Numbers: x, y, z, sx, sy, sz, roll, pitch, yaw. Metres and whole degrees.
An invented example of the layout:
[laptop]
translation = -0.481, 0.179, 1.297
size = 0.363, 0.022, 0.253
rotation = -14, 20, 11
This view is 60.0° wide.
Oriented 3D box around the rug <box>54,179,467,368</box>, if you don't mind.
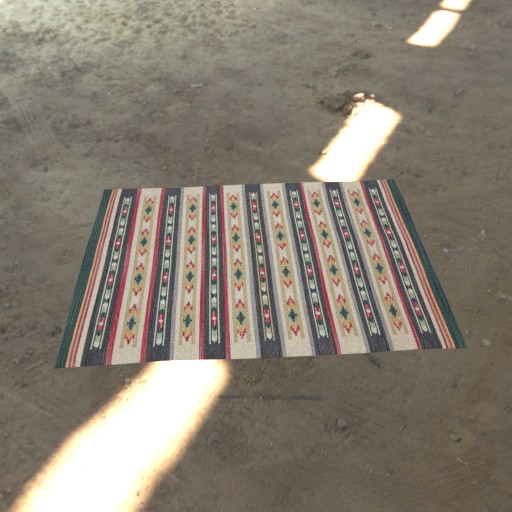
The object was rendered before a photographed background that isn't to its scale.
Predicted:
[rug]
translation = 0.000, 0.000, 2.354
size = 1.825, 0.009, 1.221
rotation = -2, 47, -2
